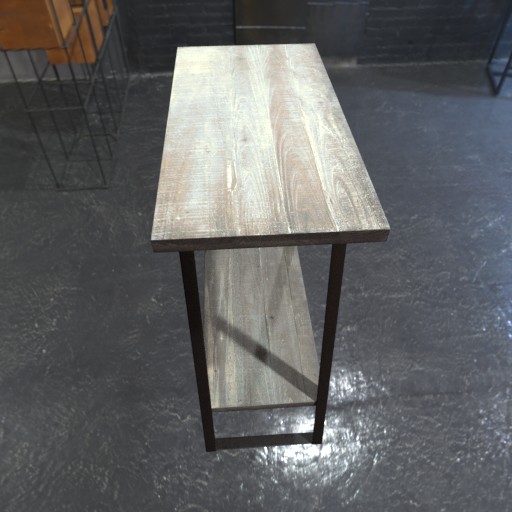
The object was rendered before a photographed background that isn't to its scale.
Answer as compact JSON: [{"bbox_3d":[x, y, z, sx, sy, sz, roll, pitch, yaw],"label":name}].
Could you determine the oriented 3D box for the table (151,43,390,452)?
[{"bbox_3d":[0.000,0.000,1.009,0.300,0.701,0.599,-3,46,-3],"label":"table"}]
